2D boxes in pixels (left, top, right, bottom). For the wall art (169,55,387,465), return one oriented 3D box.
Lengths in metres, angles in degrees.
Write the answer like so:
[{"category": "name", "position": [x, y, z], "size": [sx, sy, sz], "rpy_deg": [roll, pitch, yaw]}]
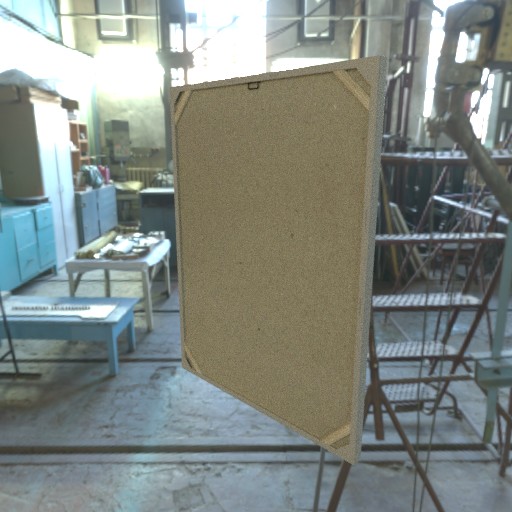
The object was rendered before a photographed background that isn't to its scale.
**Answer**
[{"category": "wall art", "position": [0.000, 0.000, 1.588], "size": [0.914, 1.212, 0.038], "rpy_deg": [13, 19, 43]}]
